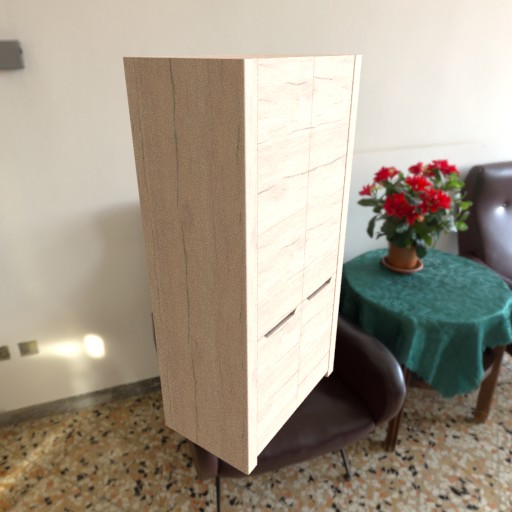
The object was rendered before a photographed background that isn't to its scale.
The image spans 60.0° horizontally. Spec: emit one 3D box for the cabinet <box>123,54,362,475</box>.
[{"bbox_3d":[0.000,0.000,2.344,0.580,1.930,0.980,16,30,31],"label":"cabinet"}]
